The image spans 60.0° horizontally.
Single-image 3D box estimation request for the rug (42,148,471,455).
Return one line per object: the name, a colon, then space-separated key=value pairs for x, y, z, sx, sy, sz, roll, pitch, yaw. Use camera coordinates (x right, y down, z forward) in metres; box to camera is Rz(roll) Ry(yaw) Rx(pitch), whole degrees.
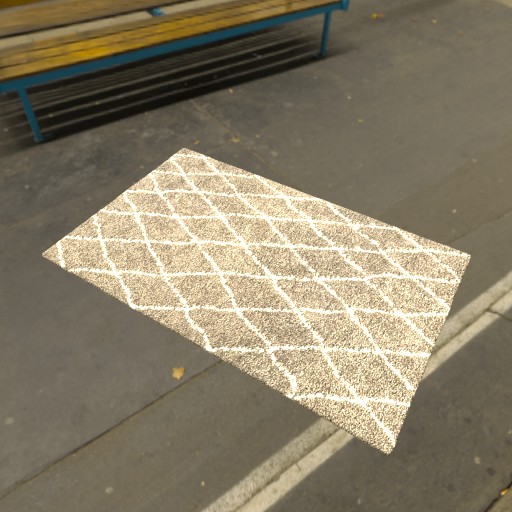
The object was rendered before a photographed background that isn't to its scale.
rug: x=0.000 y=0.000 z=2.958 sx=2.438 sy=0.030 sz=1.524 roll=24 pitch=51 yaw=22
